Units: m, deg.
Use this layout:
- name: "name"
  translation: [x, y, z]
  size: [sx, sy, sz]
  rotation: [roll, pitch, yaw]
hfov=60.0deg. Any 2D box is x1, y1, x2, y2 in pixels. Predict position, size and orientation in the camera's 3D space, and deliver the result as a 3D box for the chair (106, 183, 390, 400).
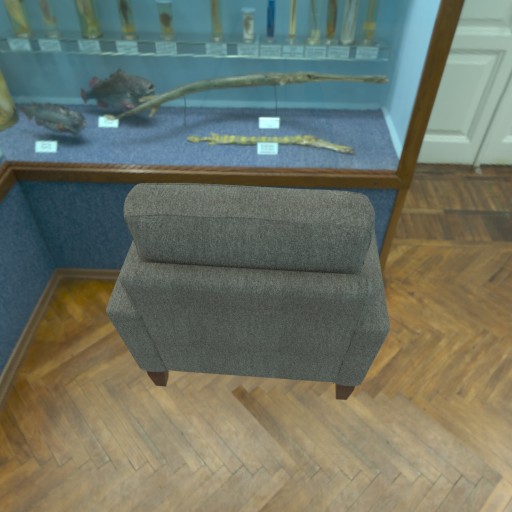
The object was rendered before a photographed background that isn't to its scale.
- name: "chair"
  translation: [0.000, 0.000, 1.682]
  size: [0.855, 0.993, 0.897]
  rotation: [3, 45, 3]
